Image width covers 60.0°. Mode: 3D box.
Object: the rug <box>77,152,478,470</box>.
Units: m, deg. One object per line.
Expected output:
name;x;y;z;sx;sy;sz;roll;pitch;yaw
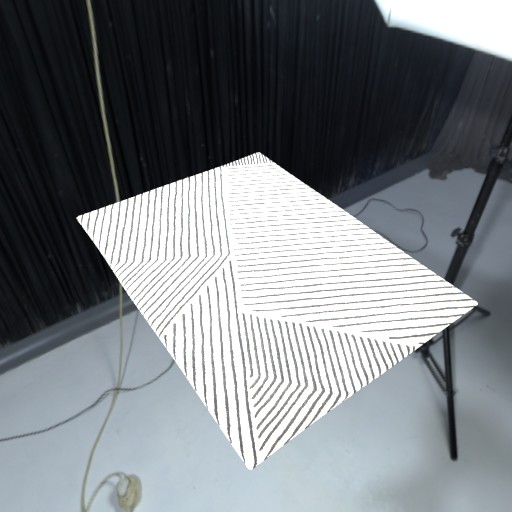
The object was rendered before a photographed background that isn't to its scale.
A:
rug;0.000;0.000;3.238;1.829;0.028;2.449;-26;48;-26
